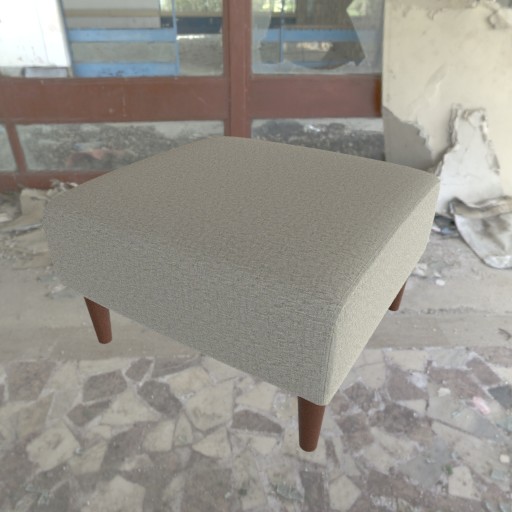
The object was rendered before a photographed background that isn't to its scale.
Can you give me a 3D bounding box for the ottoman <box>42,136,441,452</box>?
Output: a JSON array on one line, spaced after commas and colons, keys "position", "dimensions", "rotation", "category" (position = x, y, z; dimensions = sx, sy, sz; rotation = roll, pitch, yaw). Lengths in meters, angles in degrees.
[{"position": [0.000, 0.000, 1.042], "dimensions": [0.655, 0.399, 0.648], "rotation": [18, 34, 28], "category": "ottoman"}]
